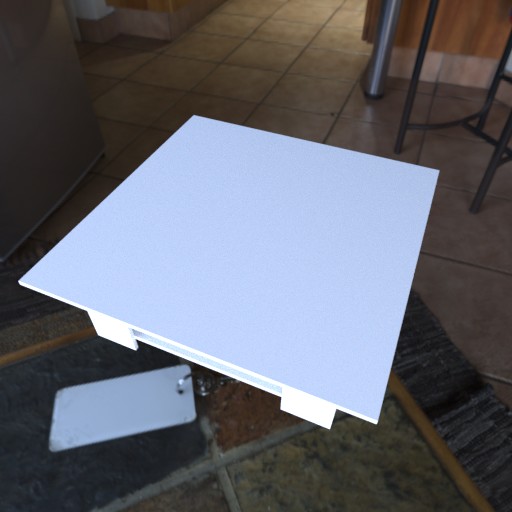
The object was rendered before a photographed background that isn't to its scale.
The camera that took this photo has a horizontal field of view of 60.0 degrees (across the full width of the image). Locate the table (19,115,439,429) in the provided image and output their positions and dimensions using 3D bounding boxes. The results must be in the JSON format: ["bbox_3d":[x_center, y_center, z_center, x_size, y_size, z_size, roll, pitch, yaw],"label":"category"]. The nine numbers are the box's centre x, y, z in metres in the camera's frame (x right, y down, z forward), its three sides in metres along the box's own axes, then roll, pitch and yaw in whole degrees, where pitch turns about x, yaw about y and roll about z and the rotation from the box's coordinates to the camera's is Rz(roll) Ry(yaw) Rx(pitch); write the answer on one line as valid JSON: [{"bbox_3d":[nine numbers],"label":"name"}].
[{"bbox_3d":[0.000,0.000,1.361,0.890,0.305,0.890,17,48,16],"label":"table"}]
